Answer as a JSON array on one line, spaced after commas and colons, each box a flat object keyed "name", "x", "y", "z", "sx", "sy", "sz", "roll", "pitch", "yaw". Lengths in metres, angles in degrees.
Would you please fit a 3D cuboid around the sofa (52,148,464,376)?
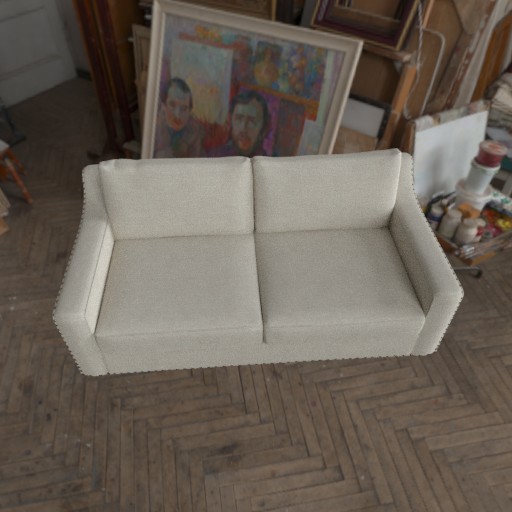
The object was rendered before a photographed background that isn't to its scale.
[{"name": "sofa", "x": 0.000, "y": 0.000, "z": 2.700, "sx": 2.107, "sy": 0.983, "sz": 1.104, "roll": -3, "pitch": 45, "yaw": -3}]
